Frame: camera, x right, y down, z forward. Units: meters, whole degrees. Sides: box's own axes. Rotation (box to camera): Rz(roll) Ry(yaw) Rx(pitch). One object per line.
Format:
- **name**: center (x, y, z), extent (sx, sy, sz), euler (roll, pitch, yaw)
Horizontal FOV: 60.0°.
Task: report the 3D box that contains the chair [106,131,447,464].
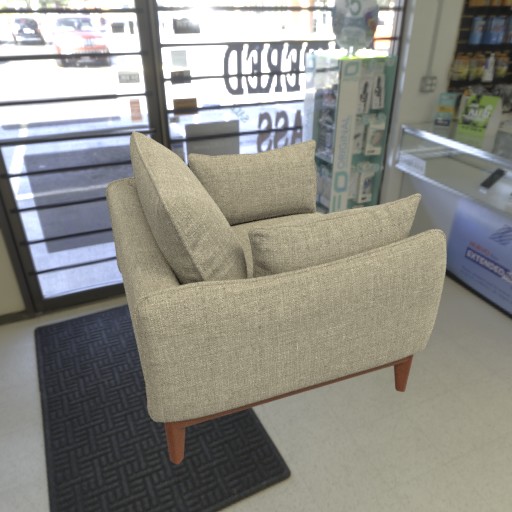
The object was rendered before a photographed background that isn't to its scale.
- **chair**: center (0.000, 0.000, 1.662), extent (0.976, 0.839, 0.993), euler (-10, 31, -18)
